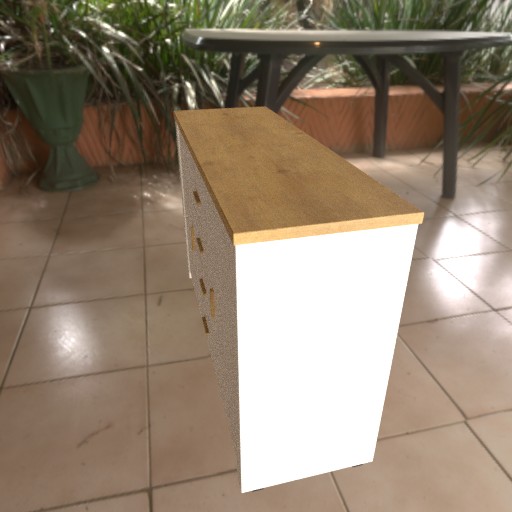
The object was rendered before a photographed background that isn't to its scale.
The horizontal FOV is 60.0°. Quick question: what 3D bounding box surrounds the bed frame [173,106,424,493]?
[{"bbox_3d":[0.000,0.000,1.682,0.430,0.850,1.300,-7,30,-13],"label":"bed frame"}]
